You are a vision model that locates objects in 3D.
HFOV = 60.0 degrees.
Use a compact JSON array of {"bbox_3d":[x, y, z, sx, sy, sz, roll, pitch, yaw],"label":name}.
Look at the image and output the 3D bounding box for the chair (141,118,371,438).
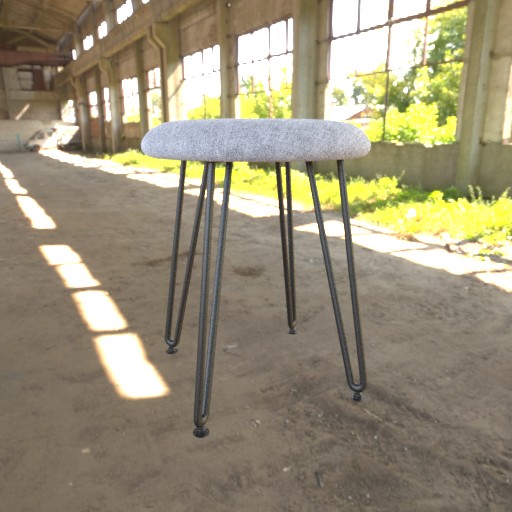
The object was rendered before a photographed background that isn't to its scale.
[{"bbox_3d":[0.000,0.000,0.656,0.350,0.386,0.350,7,17,24],"label":"chair"}]
